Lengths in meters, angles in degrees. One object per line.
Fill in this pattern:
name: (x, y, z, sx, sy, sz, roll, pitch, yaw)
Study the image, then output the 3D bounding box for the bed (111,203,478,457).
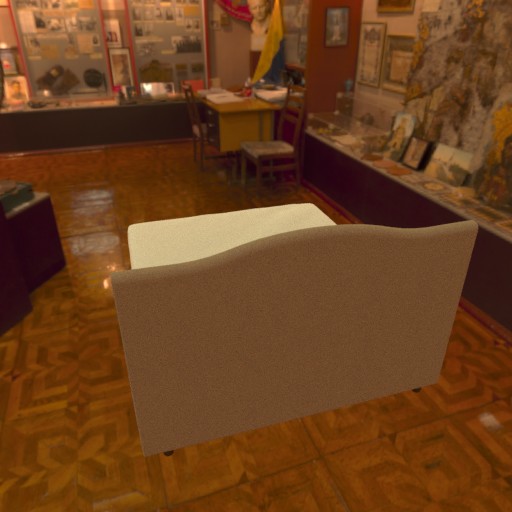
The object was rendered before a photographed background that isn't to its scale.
bed: (0.000, 0.000, 3.524, 2.083, 1.421, 2.182, -8, 30, -15)
